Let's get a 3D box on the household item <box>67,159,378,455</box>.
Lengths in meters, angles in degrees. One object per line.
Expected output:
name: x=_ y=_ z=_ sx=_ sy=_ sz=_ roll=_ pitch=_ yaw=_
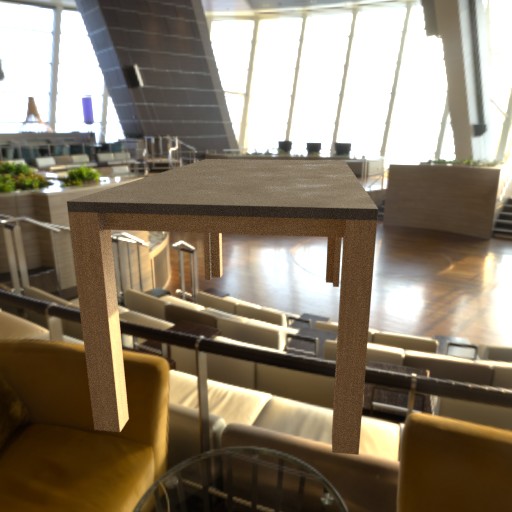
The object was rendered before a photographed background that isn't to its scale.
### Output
household item: x=0.000 y=0.000 z=2.053 sx=0.850 sy=0.755 sz=1.600 roll=2 pitch=17 yaw=8
